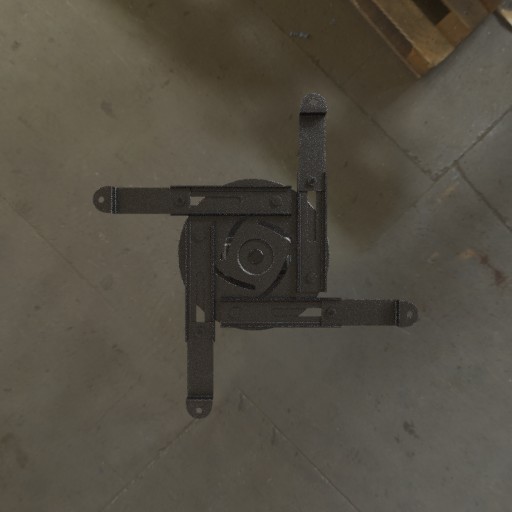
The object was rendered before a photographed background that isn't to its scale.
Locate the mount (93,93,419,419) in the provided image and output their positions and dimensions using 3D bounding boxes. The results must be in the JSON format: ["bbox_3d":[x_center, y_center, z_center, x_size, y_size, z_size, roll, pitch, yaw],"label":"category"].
[{"bbox_3d":[0.000,0.000,0.606,0.394,0.141,0.394,0,91,0],"label":"mount"}]
